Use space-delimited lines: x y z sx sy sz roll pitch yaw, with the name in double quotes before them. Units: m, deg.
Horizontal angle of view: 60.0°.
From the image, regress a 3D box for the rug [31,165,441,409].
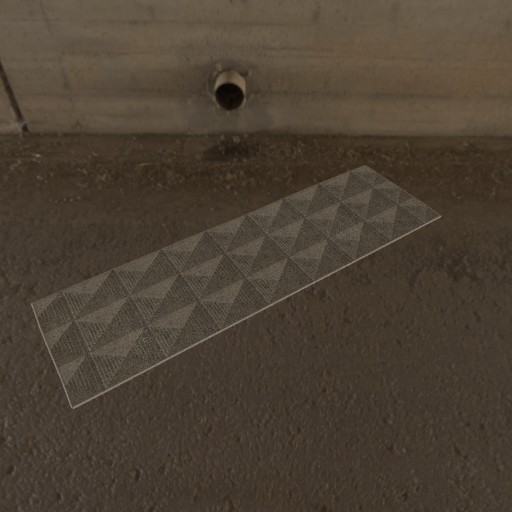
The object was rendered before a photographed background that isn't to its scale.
"rug" 0.000 0.000 2.372 2.182 0.015 0.645 -25 50 -23
